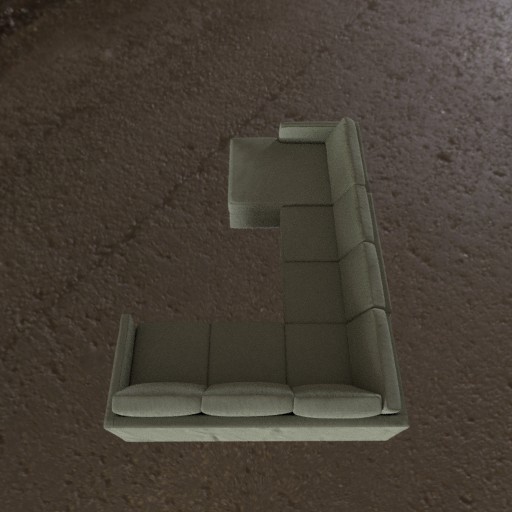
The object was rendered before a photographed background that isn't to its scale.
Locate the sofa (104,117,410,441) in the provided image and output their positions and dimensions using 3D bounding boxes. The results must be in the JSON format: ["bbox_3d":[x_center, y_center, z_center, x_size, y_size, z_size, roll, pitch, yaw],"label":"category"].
[{"bbox_3d":[0.000,0.000,4.560,2.440,0.869,3.434,0,59,0],"label":"sofa"}]
